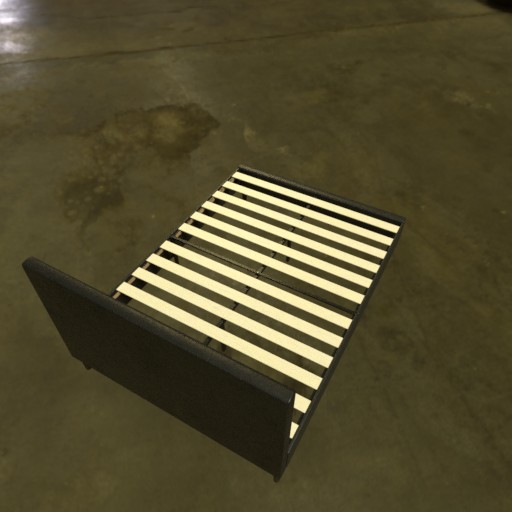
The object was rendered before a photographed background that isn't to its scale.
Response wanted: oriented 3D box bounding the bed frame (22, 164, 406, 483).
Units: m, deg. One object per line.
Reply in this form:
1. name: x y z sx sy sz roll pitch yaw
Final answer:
1. bed frame: 0.000 0.000 3.233 1.634 1.127 2.318 22 50 20
